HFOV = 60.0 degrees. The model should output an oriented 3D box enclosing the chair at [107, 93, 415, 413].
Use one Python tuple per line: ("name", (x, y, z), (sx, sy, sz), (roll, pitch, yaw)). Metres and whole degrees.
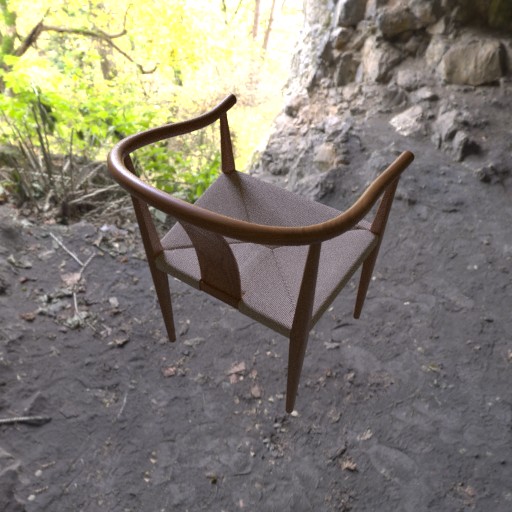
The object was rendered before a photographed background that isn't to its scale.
("chair", (0.000, 0.000, 1.210), (0.556, 0.800, 0.579), (25, 53, 21))
